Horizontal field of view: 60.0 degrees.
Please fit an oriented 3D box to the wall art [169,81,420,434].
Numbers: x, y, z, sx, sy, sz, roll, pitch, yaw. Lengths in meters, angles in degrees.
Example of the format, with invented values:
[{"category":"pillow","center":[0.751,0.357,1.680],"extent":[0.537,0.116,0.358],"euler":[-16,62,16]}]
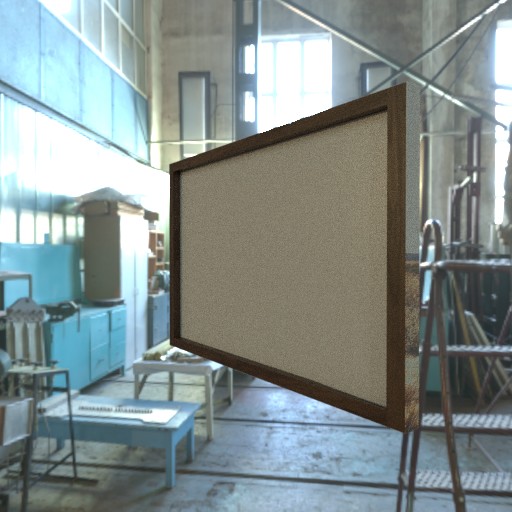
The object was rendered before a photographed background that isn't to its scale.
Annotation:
[{"category":"wall art","center":[0.000,0.000,1.423],"extent":[0.051,0.761,1.138],"euler":[0,1,-37]}]
